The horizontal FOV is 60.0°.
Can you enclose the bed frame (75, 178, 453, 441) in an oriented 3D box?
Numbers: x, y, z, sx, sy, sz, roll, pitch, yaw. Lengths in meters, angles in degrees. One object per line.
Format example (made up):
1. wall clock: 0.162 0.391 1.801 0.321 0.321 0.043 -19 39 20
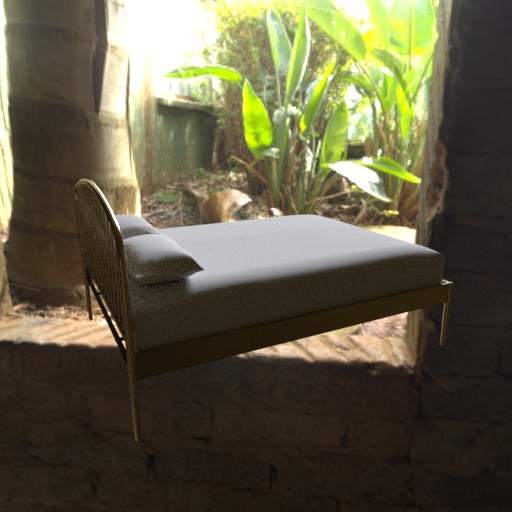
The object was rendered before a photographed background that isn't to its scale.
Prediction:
1. bed frame: 0.000 0.000 3.136 2.152 1.175 1.612 -8 18 -26
